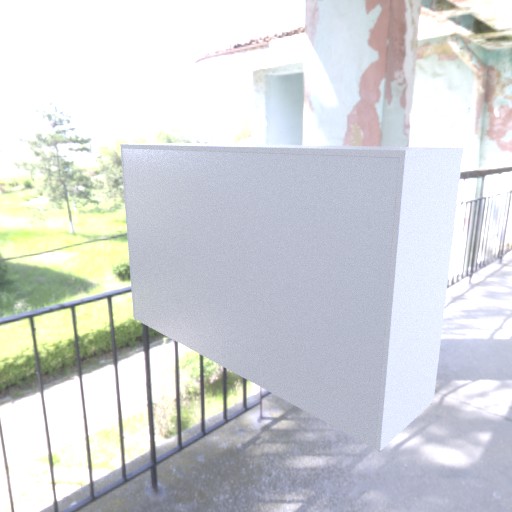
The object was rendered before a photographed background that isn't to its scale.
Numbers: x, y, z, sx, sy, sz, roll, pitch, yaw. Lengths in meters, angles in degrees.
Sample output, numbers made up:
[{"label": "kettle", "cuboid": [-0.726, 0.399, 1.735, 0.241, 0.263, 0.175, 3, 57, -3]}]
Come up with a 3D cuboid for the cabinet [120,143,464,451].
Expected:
[{"label": "cabinet", "cuboid": [0.000, 0.000, 1.861, 0.380, 0.900, 1.450, -15, 21, -43]}]
